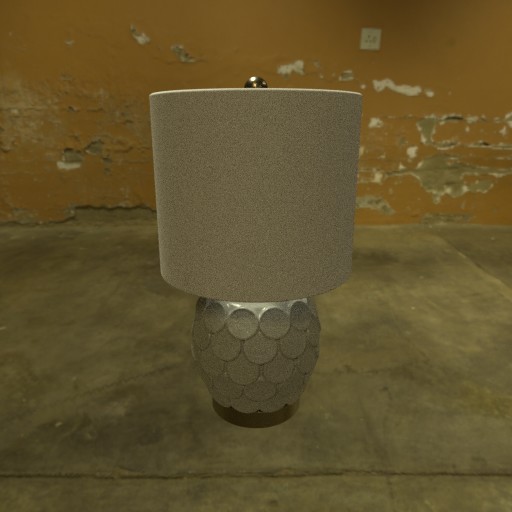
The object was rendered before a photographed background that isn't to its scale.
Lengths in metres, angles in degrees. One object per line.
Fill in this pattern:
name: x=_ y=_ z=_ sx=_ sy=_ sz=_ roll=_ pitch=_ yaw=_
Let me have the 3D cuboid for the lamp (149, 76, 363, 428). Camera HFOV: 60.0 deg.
lamp: x=0.000 y=0.000 z=0.600 sx=0.254 sy=0.452 sz=0.254 roll=0 pitch=17 yaw=0
